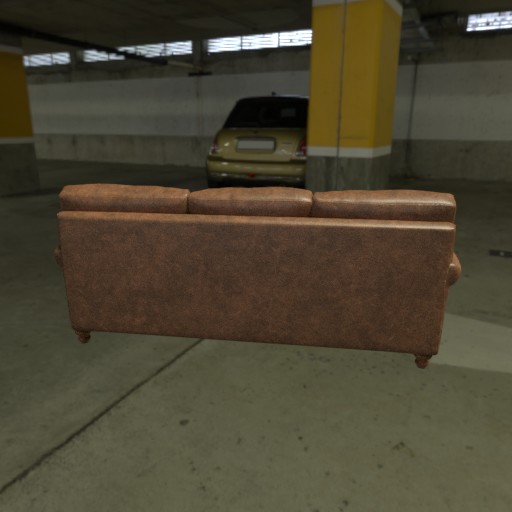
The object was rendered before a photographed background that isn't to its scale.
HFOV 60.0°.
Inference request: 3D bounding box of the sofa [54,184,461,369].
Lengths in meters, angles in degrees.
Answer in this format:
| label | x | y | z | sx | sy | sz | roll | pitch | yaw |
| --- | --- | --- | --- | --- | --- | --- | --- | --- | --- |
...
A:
| label | x | y | z | sx | sy | sz | roll | pitch | yaw |
| --- | --- | --- | --- | --- | --- | --- | --- | --- | --- |
| sofa | 0.000 | 0.000 | 2.892 | 2.351 | 0.977 | 0.973 | 2 | 17 | 8 |
